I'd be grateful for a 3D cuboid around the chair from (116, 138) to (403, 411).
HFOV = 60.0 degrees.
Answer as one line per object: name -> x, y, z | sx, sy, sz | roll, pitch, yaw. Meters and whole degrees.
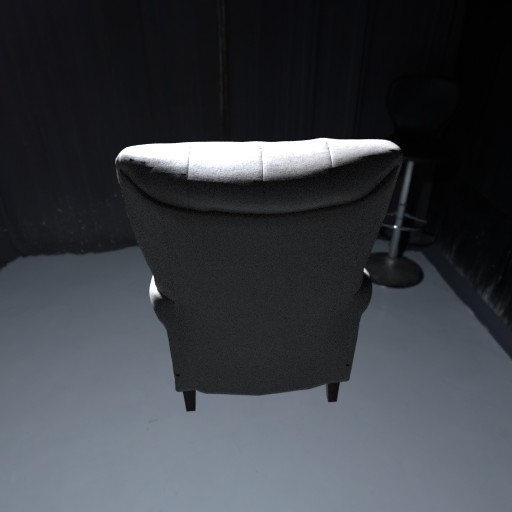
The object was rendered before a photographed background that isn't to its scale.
chair -> 0.000, 0.000, 1.949 | 0.942, 1.209, 1.025 | -2, 32, -4
